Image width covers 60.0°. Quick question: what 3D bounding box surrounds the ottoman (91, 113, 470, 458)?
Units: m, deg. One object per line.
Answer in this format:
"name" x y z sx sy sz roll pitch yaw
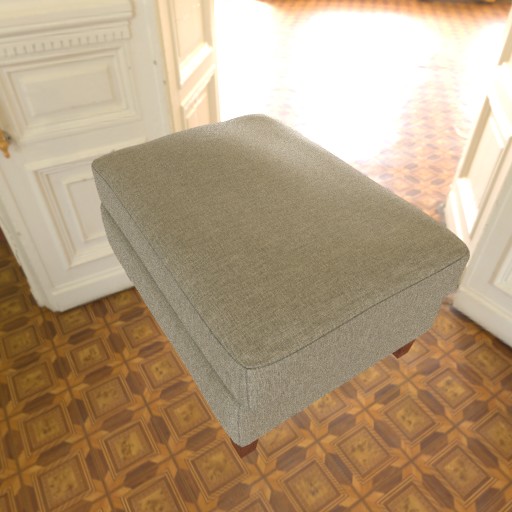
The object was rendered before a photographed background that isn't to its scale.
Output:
"ottoman" 0.000 0.000 1.253 0.639 0.494 0.873 -24 47 -24
